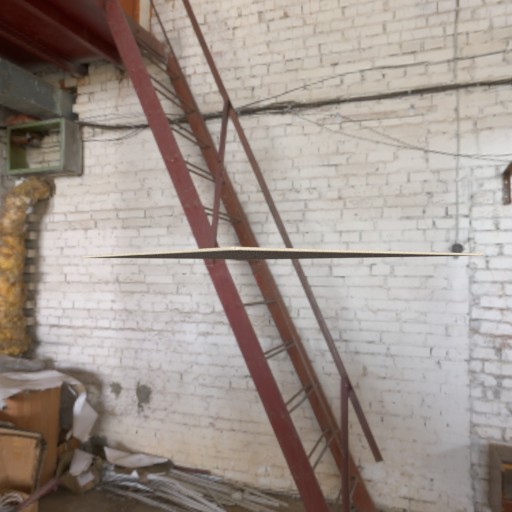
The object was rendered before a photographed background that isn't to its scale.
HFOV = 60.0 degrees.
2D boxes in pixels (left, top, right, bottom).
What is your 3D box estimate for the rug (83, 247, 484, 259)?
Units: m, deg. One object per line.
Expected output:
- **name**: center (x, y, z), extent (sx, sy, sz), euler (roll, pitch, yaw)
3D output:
- **rug**: center (0.000, 0.000, 4.167), extent (2.407, 0.020, 3.051), euler (1, -1, -35)
